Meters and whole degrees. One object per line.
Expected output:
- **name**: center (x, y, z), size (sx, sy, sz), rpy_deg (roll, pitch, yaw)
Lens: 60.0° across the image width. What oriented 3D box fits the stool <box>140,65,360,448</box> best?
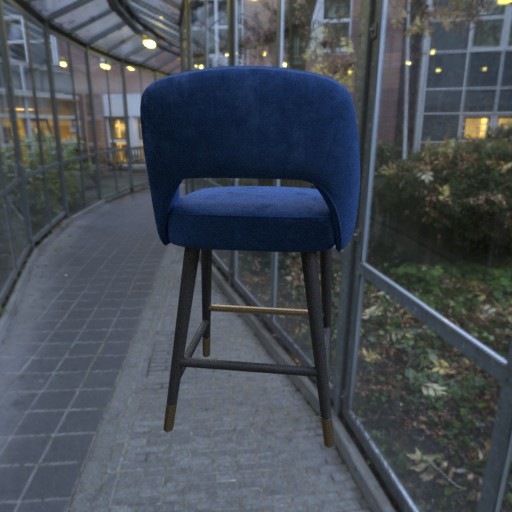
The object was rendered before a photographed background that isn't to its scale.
- **stool**: center (0.000, 0.000, 1.239), size (0.536, 0.925, 0.524), rpy_deg (2, 16, 8)
